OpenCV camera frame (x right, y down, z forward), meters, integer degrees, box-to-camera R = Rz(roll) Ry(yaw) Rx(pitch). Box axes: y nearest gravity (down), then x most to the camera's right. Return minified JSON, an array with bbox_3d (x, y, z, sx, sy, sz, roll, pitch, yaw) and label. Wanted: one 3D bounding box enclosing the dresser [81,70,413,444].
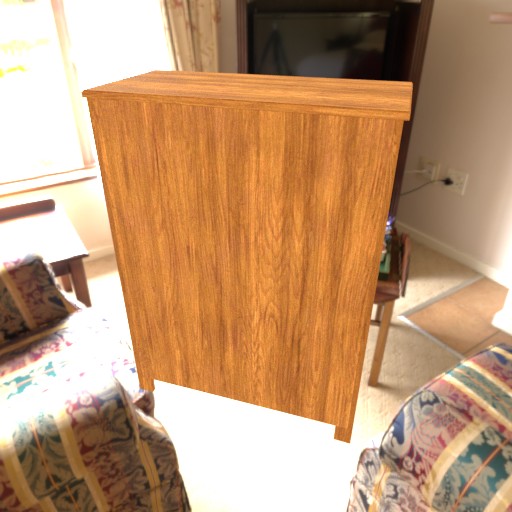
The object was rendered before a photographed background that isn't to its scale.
[{"bbox_3d":[0.000,0.000,1.962,1.081,1.431,0.558,9,32,15],"label":"dresser"}]
